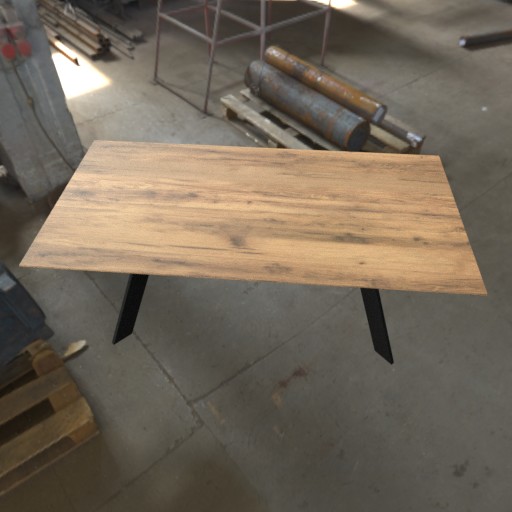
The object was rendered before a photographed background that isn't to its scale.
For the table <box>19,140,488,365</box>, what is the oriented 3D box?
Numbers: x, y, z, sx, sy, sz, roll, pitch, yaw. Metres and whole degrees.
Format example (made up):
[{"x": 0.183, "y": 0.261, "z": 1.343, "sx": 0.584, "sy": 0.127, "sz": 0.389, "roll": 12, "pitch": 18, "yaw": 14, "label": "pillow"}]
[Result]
[{"x": 0.000, "y": 0.000, "z": 2.505, "sx": 2.000, "sy": 0.770, "sz": 1.000, "roll": 3, "pitch": 47, "yaw": 3, "label": "table"}]
